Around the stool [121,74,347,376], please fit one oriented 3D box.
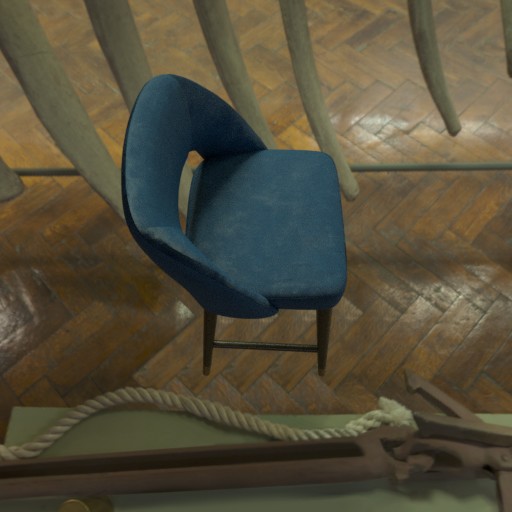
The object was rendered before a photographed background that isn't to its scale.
[{"bbox_3d":[0.000,0.000,1.291,0.515,1.016,0.514,0,62,0],"label":"stool"}]
